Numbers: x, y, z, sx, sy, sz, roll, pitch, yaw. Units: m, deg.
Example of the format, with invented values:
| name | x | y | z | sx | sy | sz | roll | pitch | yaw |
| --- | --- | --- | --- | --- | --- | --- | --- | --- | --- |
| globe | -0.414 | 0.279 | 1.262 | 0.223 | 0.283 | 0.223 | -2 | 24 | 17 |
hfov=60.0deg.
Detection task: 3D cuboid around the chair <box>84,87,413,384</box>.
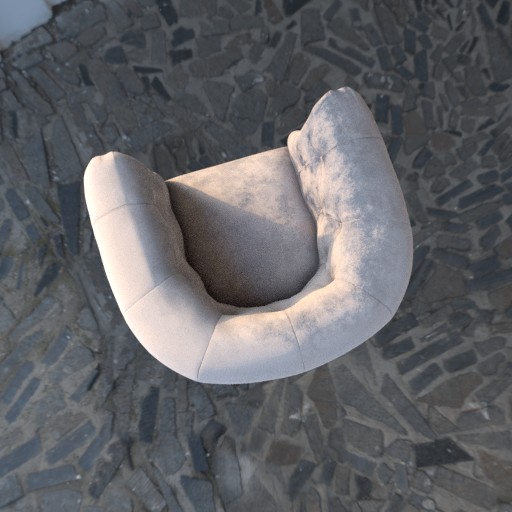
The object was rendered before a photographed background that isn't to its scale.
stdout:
| name | x | y | z | sx | sy | sz | roll | pitch | yaw |
| --- | --- | --- | --- | --- | --- | --- | --- | --- | --- |
| chair | 0.000 | 0.000 | 1.598 | 0.904 | 0.826 | 0.851 | -17 | 76 | -4 |
